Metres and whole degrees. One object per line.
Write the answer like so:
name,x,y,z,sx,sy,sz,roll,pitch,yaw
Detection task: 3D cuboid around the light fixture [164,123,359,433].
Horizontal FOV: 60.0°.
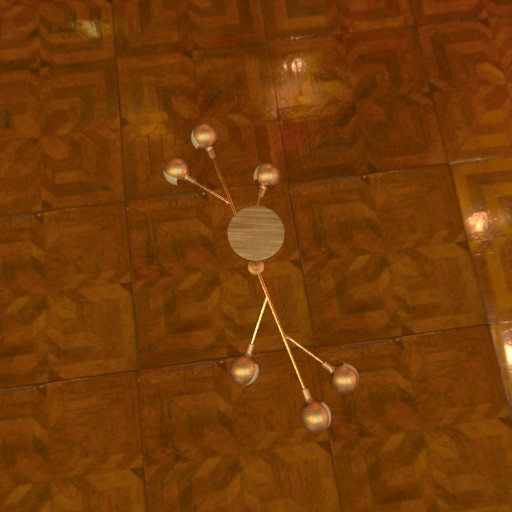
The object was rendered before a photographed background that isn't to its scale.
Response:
light fixture,0.000,0.000,0.965,0.434,0.362,0.778,-5,77,-1
